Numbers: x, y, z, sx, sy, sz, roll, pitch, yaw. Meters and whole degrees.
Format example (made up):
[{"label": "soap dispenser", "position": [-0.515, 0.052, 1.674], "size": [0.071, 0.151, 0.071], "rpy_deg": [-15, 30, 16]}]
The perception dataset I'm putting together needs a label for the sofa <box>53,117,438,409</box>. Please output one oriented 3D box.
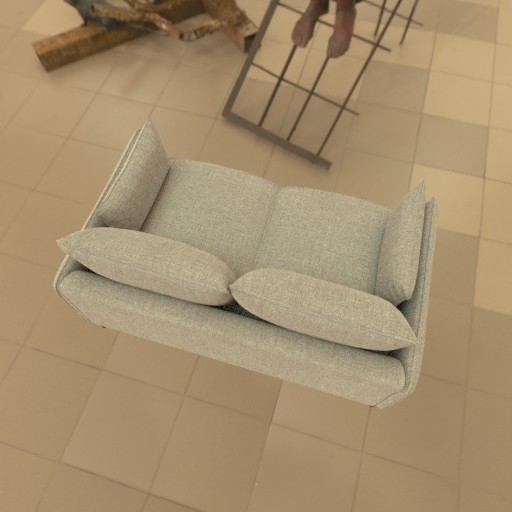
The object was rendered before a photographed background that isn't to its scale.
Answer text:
[{"label": "sofa", "position": [0.000, 0.000, 2.117], "size": [1.580, 0.851, 0.972], "rpy_deg": [15, 64, 7]}]
